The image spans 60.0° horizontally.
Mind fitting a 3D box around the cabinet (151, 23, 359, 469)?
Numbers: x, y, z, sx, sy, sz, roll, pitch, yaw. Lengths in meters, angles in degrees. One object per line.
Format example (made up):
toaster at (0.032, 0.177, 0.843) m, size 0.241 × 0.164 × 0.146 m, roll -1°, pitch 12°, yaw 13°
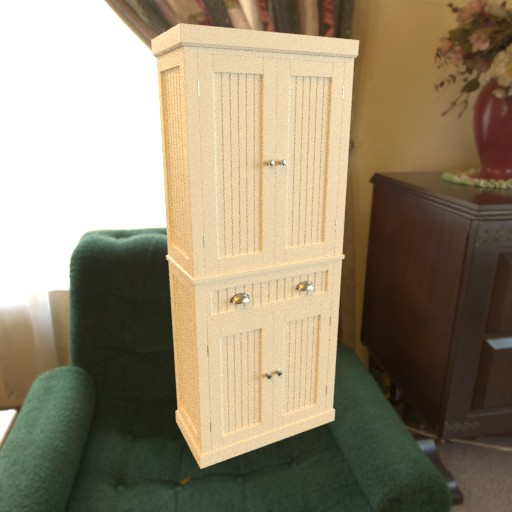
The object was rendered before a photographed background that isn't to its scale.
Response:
cabinet at (0.000, 0.000, 2.064) m, size 0.754 × 1.829 × 0.390 m, roll -9°, pitch 19°, yaw -26°
